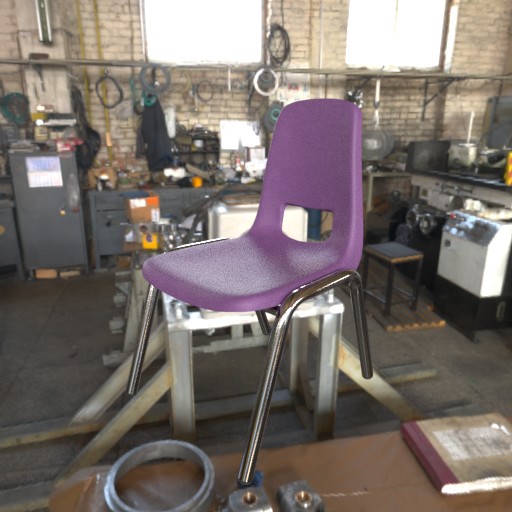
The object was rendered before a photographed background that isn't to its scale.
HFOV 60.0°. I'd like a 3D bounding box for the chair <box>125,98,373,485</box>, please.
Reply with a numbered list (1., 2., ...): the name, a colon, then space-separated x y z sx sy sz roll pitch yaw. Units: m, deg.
1. chair: 0.000 0.000 0.855 0.356 0.584 0.419 16 23 41
